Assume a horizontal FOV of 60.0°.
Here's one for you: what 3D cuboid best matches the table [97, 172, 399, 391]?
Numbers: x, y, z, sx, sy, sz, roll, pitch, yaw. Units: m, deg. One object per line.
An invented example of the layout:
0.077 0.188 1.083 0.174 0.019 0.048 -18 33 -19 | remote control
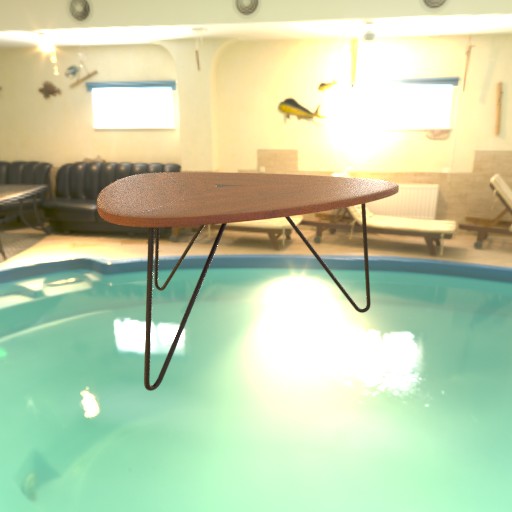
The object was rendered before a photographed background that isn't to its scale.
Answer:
0.000 0.000 1.296 0.821 0.413 0.833 -3 17 -10 | table
